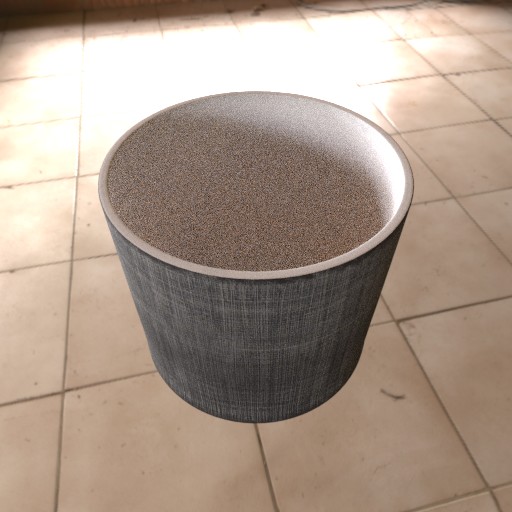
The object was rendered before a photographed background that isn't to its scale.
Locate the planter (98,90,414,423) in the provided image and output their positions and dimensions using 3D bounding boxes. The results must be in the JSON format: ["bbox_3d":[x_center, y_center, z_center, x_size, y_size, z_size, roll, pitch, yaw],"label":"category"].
[{"bbox_3d":[0.000,0.000,0.314,0.178,0.157,0.178,0,47,0],"label":"planter"}]
